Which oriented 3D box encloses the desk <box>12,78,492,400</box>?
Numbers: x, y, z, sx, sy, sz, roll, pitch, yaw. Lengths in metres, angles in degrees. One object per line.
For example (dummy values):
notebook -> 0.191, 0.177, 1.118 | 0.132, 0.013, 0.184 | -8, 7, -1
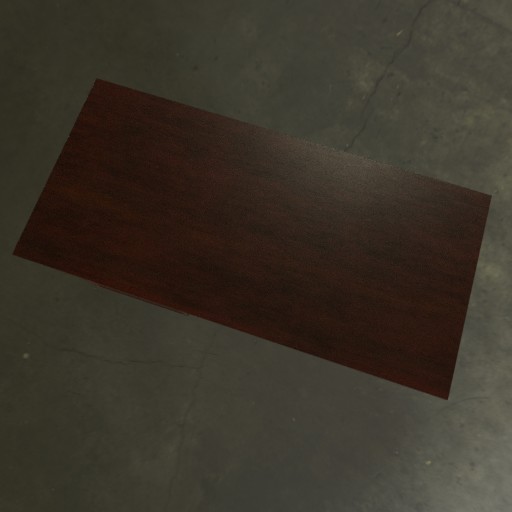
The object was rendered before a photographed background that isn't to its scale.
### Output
desk -> 0.000, 0.000, 1.663 | 1.277, 0.758, 0.612 | 18, 77, 4
